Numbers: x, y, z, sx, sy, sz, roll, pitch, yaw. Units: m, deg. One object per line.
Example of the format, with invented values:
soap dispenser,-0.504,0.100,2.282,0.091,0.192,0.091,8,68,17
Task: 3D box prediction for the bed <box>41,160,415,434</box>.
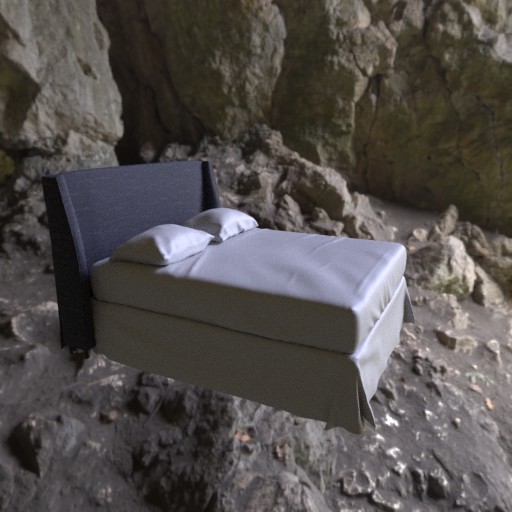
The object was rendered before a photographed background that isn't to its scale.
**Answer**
bed,0.000,0.000,3.434,2.276,1.332,1.925,8,17,26
